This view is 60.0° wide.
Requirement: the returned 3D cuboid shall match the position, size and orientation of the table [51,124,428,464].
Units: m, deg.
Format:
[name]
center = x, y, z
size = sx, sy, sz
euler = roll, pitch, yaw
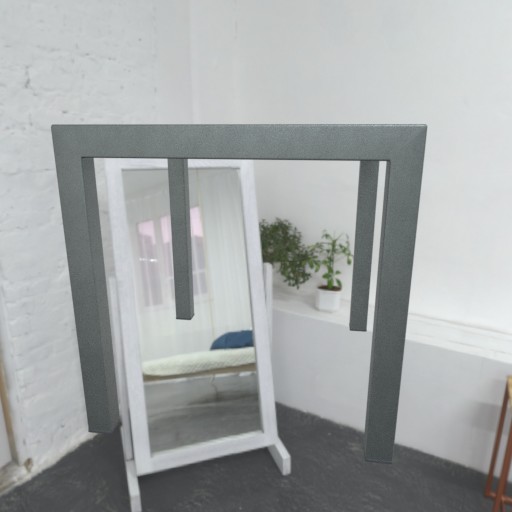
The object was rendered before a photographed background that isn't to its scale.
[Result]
[table]
center = 0.000, 0.000, 0.895
size = 0.508, 0.508, 0.508
euler = 2, 17, 8
